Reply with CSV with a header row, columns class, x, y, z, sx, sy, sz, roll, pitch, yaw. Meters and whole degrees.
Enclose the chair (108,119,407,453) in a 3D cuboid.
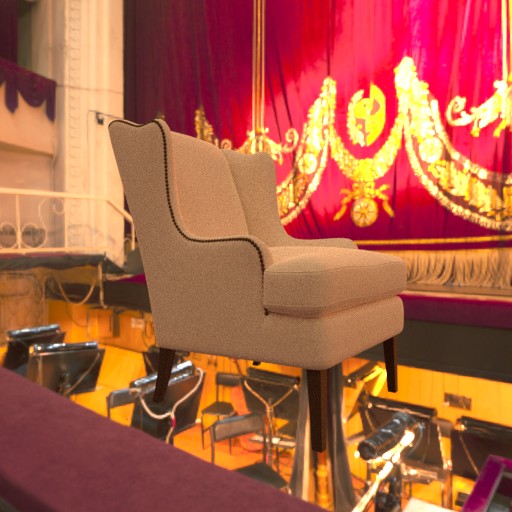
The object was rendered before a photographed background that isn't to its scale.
class,x,y,z,sx,sy,sz,roll,pitch,yaw
chair,0.000,0.000,1.679,0.940,1.029,0.737,1,2,36
